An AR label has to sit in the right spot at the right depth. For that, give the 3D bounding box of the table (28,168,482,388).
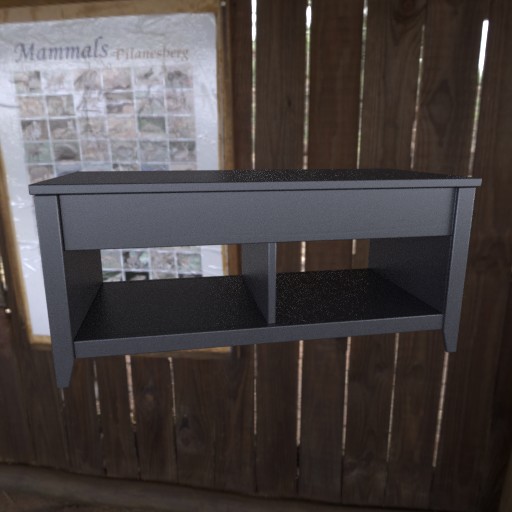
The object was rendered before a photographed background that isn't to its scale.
[{"bbox_3d":[0.000,0.000,1.260,1.016,0.457,0.483,-3,14,-10],"label":"table"}]
